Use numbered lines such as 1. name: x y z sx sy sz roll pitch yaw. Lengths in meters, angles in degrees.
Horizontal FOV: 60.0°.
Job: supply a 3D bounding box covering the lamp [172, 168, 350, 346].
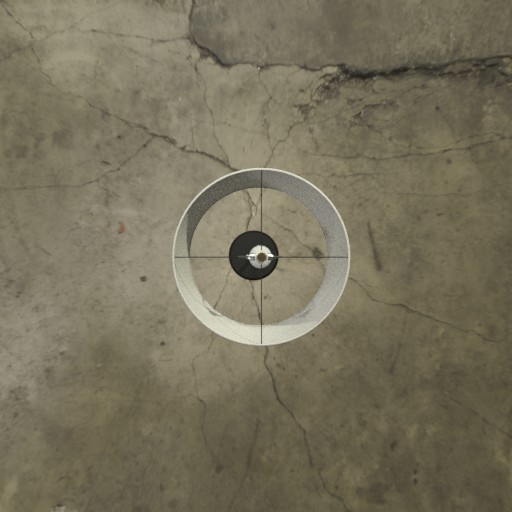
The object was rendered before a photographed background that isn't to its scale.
1. lamp: 0.000 0.000 1.745 0.404 1.517 0.404 0 90 -1
